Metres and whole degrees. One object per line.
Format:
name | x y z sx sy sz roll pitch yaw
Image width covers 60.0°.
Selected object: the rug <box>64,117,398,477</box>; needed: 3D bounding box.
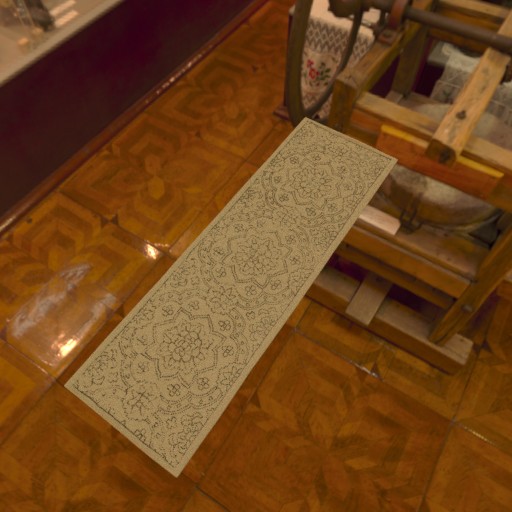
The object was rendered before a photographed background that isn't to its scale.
rug | 0.000 0.000 2.723 0.769 0.012 2.448 30 64 17
